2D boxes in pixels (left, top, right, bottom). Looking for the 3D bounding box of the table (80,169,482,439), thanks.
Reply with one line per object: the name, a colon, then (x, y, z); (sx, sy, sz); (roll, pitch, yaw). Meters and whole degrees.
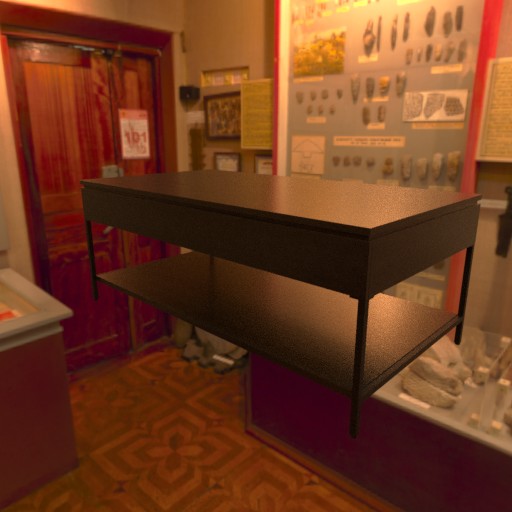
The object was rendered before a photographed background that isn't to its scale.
table: (0.000, 0.000, 1.388); (1.095, 0.435, 0.574); (15, 22, 42)
